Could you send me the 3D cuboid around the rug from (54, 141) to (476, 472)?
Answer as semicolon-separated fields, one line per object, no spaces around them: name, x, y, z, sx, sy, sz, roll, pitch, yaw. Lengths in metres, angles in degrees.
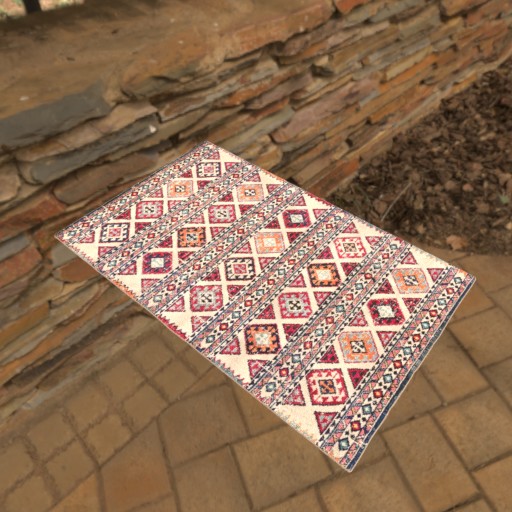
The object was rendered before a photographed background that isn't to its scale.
rug;0.000;0.000;2.989;2.440;0.010;1.545;32;55;25
